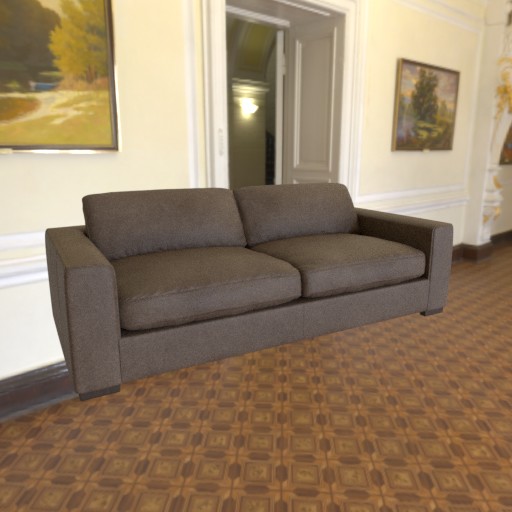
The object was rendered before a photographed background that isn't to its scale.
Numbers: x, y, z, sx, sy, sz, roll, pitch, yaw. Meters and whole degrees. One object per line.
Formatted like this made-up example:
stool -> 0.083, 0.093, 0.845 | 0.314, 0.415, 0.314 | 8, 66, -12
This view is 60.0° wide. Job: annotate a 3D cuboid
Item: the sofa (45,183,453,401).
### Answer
sofa -> 0.000, 0.000, 2.701 | 2.262, 0.801, 1.070 | -7, 15, -28
